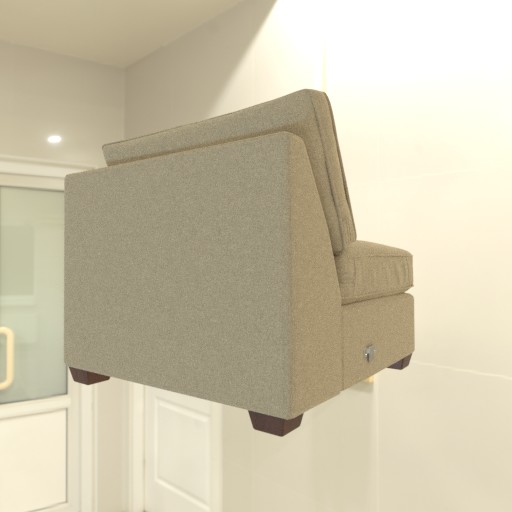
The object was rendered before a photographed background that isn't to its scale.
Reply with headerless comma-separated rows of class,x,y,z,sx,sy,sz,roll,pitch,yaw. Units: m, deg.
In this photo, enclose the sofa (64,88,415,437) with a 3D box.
sofa,0.000,0.000,1.907,1.084,1.002,1.146,0,-1,36
